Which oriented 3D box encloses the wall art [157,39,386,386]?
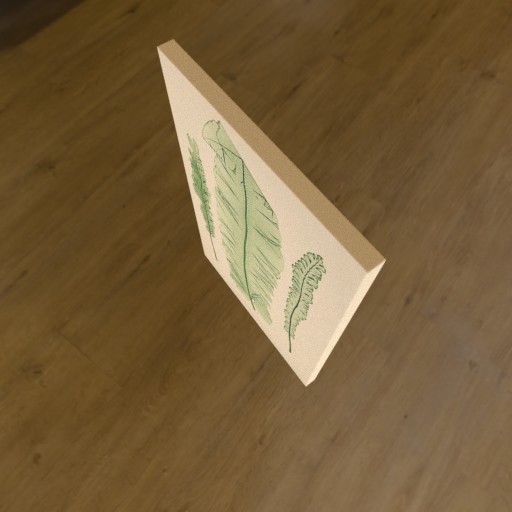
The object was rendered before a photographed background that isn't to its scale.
[{"bbox_3d":[0.000,0.000,1.182,0.038,0.914,0.610,-33,68,-15],"label":"wall art"}]
